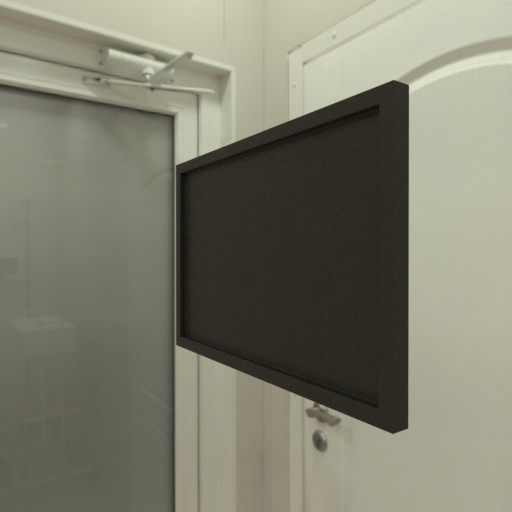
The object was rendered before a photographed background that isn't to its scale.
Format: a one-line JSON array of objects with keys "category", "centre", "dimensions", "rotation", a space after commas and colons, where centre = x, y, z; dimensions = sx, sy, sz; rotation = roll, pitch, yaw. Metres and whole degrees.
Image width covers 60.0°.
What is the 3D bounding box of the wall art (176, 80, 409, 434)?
[{"category": "wall art", "centre": [0.000, 0.000, 0.565], "dimensions": [0.021, 0.301, 0.443], "rotation": [0, 0, -34]}]
